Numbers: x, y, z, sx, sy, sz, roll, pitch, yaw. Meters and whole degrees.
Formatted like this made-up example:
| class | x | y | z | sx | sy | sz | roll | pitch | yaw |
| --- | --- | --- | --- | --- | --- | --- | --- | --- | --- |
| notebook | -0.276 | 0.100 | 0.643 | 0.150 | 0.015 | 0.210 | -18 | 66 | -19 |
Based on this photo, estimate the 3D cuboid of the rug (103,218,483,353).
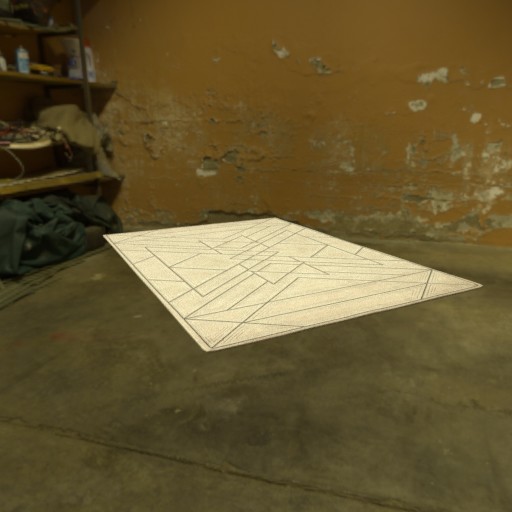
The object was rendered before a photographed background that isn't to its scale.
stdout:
| class | x | y | z | sx | sy | sz | roll | pitch | yaw |
| --- | --- | --- | --- | --- | --- | --- | --- | --- | --- |
| rug | 0.000 | 0.000 | 4.499 | 2.436 | 0.026 | 3.381 | -8 | 18 | -27 |
